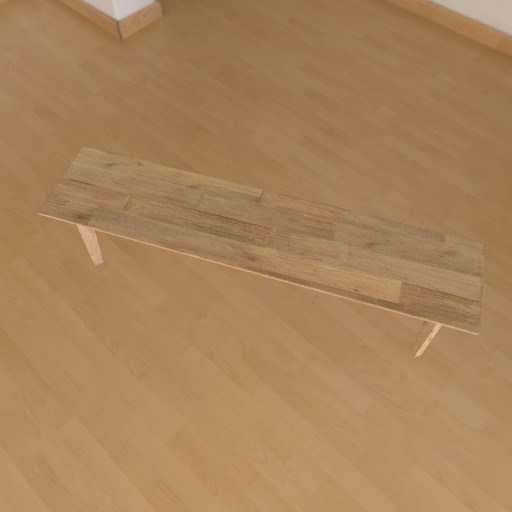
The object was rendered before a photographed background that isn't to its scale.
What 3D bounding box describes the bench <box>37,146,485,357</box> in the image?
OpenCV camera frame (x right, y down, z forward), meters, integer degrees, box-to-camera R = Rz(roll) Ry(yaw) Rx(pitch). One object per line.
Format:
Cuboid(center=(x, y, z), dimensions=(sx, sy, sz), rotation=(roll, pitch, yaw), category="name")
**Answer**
Cuboid(center=(0.000, 0.000, 1.898), dimensions=(1.698, 0.431, 0.378), rotation=(15, 60, 9), category="bench")
